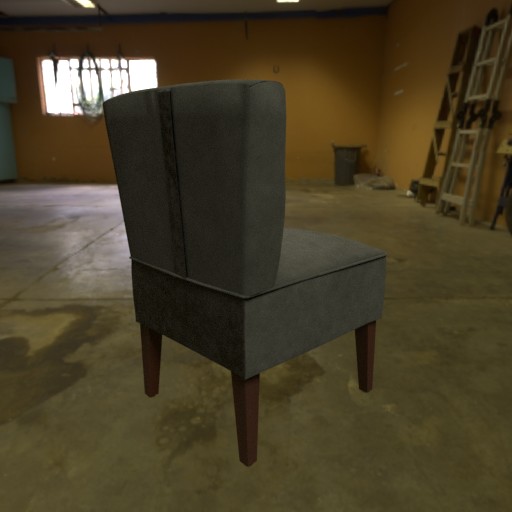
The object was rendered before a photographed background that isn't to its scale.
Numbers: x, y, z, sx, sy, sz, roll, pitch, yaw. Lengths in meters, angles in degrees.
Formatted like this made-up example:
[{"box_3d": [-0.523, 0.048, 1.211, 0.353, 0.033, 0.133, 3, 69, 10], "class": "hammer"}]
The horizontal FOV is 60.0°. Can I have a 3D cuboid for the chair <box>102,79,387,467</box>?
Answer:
[{"box_3d": [0.000, 0.000, 1.166, 0.521, 0.806, 0.554, 14, 20, 43], "class": "chair"}]
